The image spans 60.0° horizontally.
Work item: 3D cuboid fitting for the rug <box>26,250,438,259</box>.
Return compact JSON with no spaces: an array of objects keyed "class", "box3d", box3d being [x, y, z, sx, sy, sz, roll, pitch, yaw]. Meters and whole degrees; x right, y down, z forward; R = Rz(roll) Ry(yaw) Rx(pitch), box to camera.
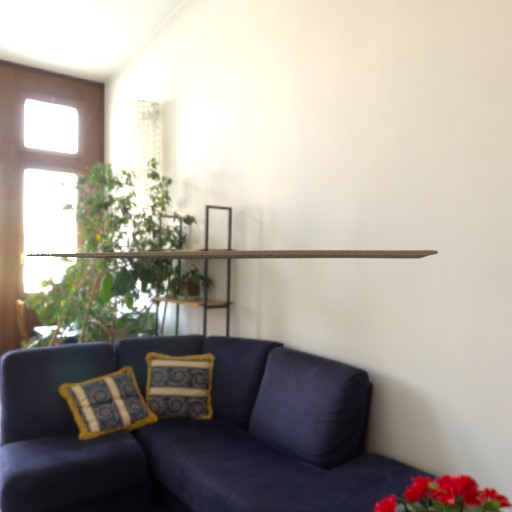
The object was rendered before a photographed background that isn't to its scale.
[{"class":"rug","box3d":[0.000,0.000,4.177,3.017,0.035,2.472,0,-1,18]}]
